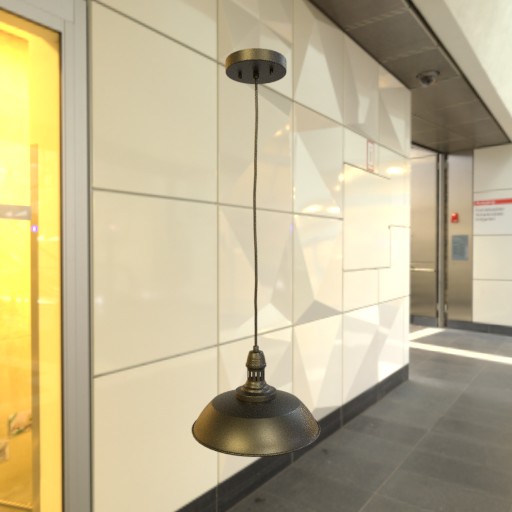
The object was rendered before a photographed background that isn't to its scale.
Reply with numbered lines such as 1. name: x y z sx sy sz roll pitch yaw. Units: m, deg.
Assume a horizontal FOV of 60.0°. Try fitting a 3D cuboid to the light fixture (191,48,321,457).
1. light fixture: 0.000 0.000 1.142 0.331 0.993 0.331 0 1 17
